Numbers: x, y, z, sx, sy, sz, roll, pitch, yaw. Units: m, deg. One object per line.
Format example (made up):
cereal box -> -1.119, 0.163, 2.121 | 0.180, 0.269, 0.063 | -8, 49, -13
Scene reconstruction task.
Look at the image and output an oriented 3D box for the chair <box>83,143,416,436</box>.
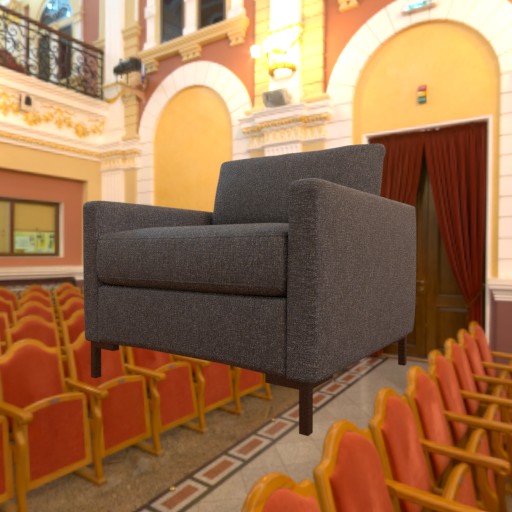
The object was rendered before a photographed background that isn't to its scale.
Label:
chair -> 0.000, 0.000, 1.649 | 0.963, 0.861, 0.866 | 1, 1, 35
